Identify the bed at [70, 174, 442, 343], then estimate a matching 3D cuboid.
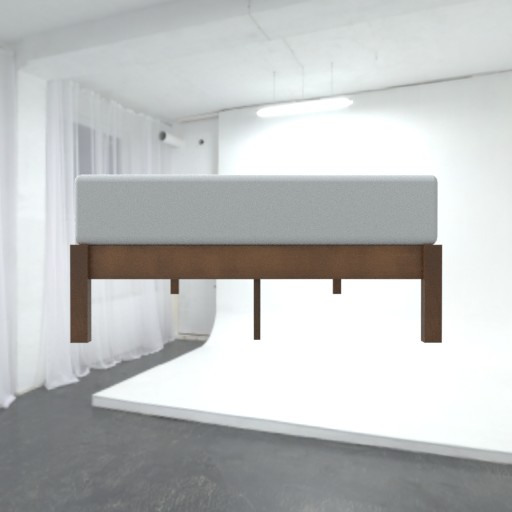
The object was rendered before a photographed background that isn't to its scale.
[{"bbox_3d":[0.000,0.000,2.568,1.348,0.616,1.927,0,0,0],"label":"bed"}]
